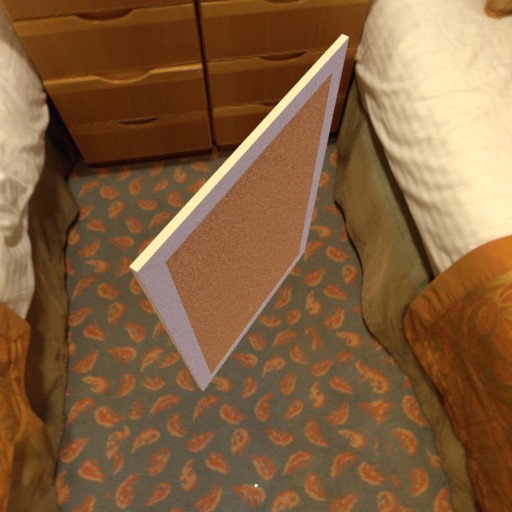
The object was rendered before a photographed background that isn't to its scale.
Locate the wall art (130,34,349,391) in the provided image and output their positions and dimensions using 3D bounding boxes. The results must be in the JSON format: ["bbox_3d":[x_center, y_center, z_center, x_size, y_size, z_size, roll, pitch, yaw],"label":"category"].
[{"bbox_3d":[0.000,0.000,0.843,0.011,0.659,0.454,32,67,15],"label":"wall art"}]
